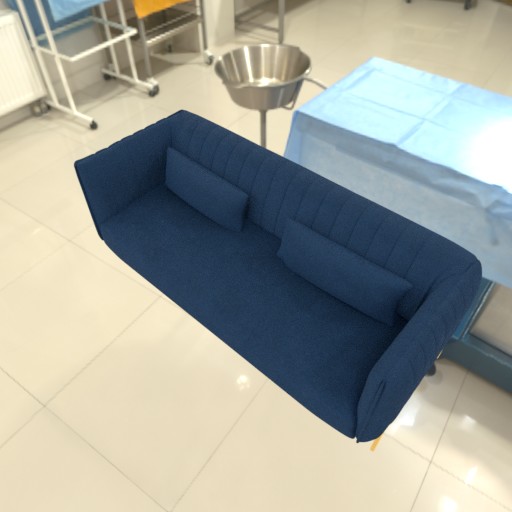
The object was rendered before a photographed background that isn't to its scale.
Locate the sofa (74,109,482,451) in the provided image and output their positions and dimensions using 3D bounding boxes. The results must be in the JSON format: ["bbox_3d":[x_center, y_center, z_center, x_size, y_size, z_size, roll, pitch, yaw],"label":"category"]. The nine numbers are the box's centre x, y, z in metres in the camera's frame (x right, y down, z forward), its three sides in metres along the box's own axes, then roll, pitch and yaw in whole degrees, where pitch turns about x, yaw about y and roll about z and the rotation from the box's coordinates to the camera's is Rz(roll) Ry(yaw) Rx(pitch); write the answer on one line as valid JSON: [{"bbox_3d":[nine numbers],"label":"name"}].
[{"bbox_3d":[0.000,0.000,2.524,2.136,0.793,0.896,33,55,27],"label":"sofa"}]
